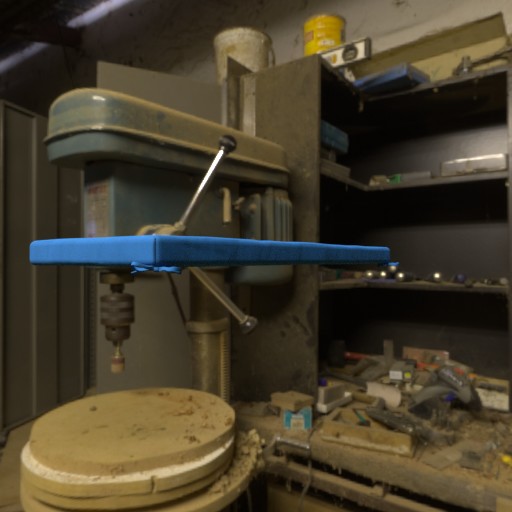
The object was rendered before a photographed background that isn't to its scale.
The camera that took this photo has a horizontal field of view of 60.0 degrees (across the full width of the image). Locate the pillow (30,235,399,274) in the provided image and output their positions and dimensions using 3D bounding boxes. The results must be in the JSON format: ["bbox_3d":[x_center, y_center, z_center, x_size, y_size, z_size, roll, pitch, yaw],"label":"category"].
[{"bbox_3d":[0.000,0.000,1.353,0.492,0.081,1.187,0,-1,37],"label":"pillow"}]
